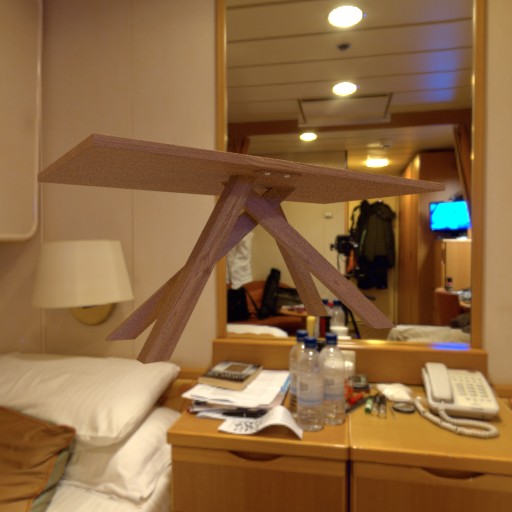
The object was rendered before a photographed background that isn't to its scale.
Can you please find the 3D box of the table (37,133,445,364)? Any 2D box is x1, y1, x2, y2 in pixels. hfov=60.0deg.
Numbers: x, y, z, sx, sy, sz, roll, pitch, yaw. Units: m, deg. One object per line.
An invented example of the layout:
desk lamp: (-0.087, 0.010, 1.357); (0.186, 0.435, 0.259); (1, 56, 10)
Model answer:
table: (0.000, 0.000, 2.176); (1.797, 0.750, 0.901); (-1, 1, -35)
